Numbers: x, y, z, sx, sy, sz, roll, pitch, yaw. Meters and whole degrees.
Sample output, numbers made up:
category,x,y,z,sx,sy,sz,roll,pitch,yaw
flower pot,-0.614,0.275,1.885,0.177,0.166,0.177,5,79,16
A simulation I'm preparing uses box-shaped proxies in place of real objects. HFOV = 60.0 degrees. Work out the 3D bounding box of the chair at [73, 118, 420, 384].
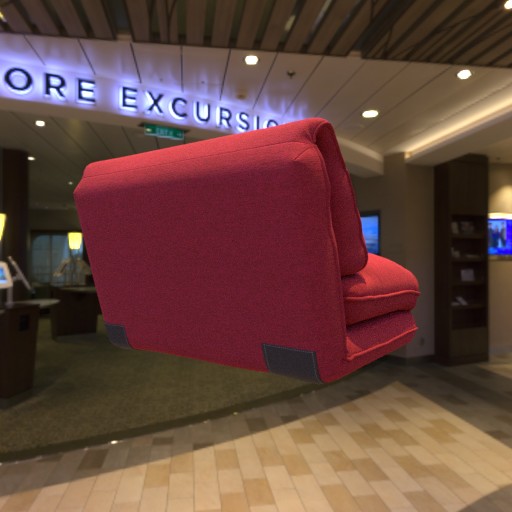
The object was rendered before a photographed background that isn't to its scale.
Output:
category,x,y,z,sx,sy,sz,roll,pitch,yaw
chair,0.000,0.000,1.375,0.820,0.580,0.780,0,0,35
